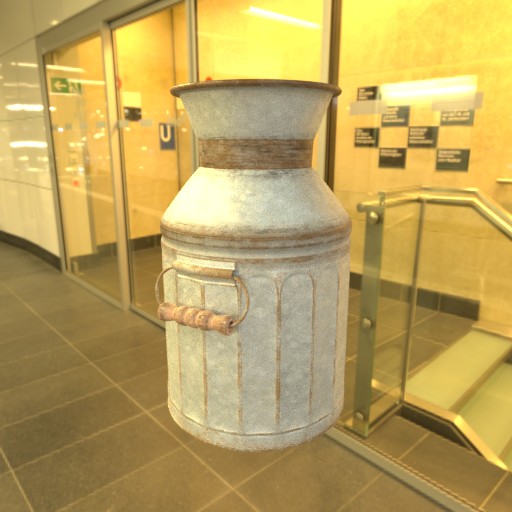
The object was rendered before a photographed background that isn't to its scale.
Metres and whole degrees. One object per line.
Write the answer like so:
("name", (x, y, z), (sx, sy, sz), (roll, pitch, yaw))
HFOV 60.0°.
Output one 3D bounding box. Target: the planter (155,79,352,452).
("planter", (0.000, 0.000, 0.507), (0.215, 0.358, 0.248), (8, 16, 27))
